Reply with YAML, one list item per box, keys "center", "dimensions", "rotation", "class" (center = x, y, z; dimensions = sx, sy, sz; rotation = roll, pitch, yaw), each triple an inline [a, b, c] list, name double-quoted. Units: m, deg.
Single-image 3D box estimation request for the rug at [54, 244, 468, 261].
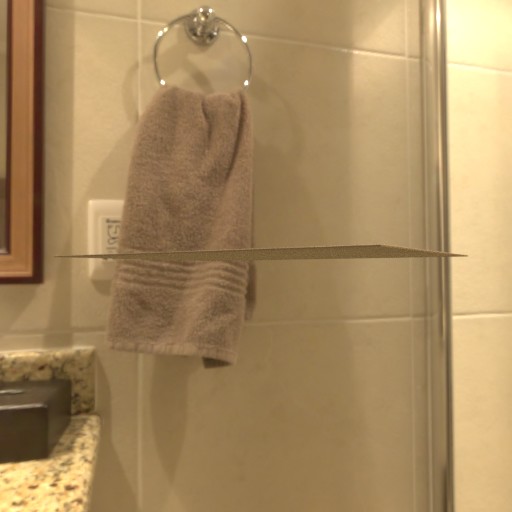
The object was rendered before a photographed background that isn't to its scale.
- center: [0.000, 0.000, 2.360]
  dimensions: [1.839, 0.009, 1.236]
  rotation: [-1, -2, 37]
  class: "rug"
